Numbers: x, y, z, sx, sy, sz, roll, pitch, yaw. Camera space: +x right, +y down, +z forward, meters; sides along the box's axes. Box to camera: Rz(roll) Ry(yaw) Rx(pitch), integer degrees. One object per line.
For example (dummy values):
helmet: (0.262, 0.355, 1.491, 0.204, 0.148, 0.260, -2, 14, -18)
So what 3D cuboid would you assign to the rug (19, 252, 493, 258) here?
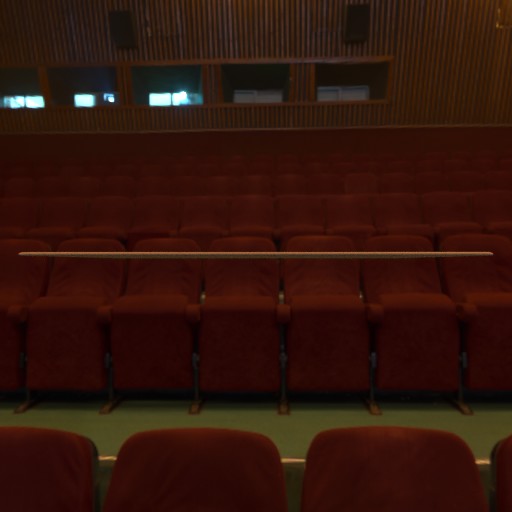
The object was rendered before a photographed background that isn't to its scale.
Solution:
rug: (0.000, 0.000, 2.075, 1.668, 0.012, 1.061, 0, -1, 1)
